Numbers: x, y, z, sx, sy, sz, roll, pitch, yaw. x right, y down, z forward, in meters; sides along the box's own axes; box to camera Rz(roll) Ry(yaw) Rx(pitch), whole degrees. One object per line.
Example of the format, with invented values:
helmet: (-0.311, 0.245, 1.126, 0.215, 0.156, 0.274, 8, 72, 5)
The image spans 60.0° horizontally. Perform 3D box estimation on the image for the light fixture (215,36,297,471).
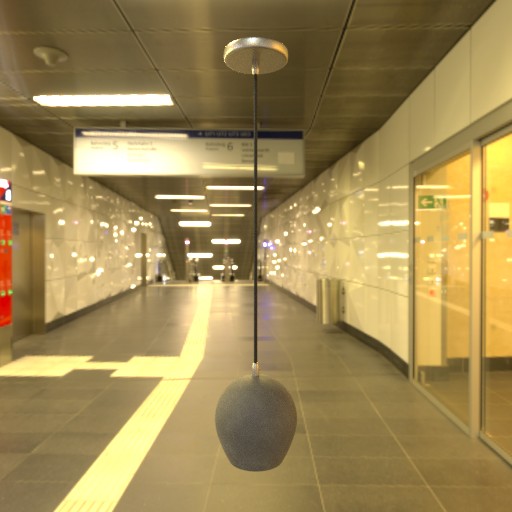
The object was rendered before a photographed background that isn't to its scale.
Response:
light fixture: (0.000, 0.000, 0.828, 0.153, 0.760, 0.153, 0, 0, -18)
